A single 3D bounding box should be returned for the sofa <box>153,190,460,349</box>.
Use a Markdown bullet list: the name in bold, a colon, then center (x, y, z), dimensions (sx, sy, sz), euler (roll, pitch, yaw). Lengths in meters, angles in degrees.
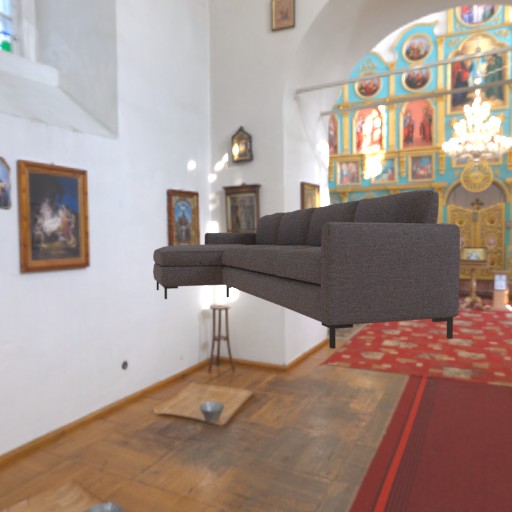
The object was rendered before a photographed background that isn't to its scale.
- **sofa**: center (0.000, 0.000, 3.269), dimensions (1.258, 0.754, 2.731), euler (-1, 2, -18)
